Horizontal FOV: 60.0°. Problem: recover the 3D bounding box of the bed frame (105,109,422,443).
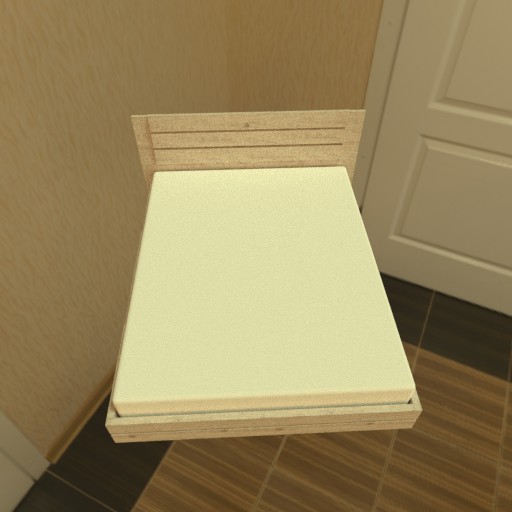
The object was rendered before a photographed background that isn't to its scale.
[{"bbox_3d":[0.000,0.000,2.941,1.750,0.970,2.080,-2,46,-2],"label":"bed frame"}]
